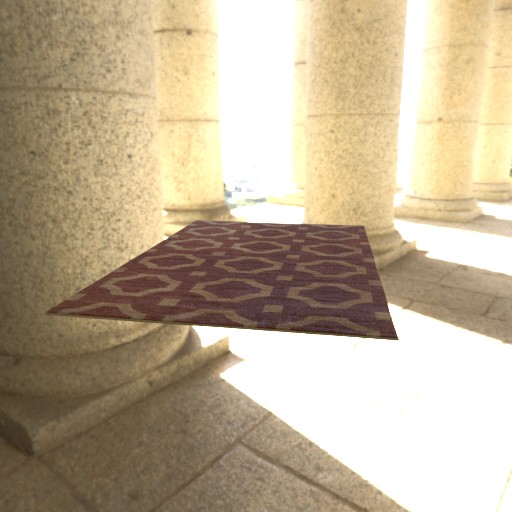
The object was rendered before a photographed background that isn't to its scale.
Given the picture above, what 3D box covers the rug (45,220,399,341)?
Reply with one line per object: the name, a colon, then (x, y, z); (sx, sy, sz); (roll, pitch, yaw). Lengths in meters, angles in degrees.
rug: (0.000, 0.000, 2.971); (1.555, 0.016, 2.286); (3, 16, 10)
